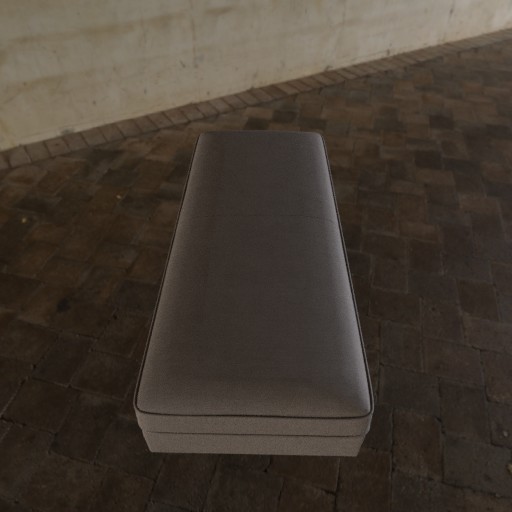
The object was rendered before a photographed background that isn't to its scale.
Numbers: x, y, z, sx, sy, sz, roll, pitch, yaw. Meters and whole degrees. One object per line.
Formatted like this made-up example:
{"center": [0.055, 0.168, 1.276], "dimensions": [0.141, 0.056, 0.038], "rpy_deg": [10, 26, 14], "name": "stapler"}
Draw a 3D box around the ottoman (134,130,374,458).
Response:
{"center": [0.000, 0.000, 2.032], "dimensions": [0.751, 0.470, 1.764], "rpy_deg": [1, 43, 1], "name": "ottoman"}
